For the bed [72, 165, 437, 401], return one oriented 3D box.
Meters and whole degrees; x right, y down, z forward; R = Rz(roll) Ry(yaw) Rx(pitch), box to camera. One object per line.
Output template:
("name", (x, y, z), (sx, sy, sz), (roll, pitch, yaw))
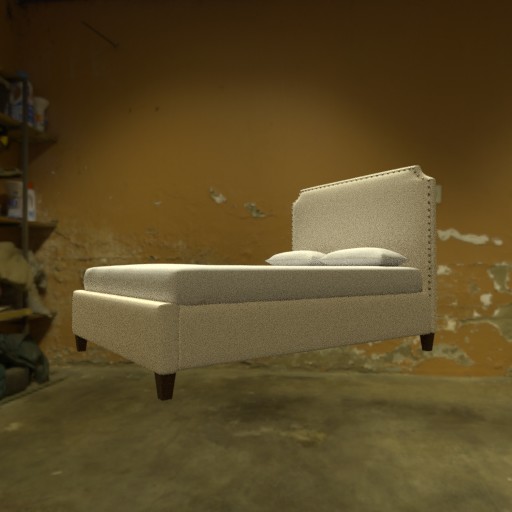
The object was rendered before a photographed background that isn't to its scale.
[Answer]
("bed", (0.000, 0.000, 3.519), (2.372, 1.497, 1.712), (1, -2, -36))
